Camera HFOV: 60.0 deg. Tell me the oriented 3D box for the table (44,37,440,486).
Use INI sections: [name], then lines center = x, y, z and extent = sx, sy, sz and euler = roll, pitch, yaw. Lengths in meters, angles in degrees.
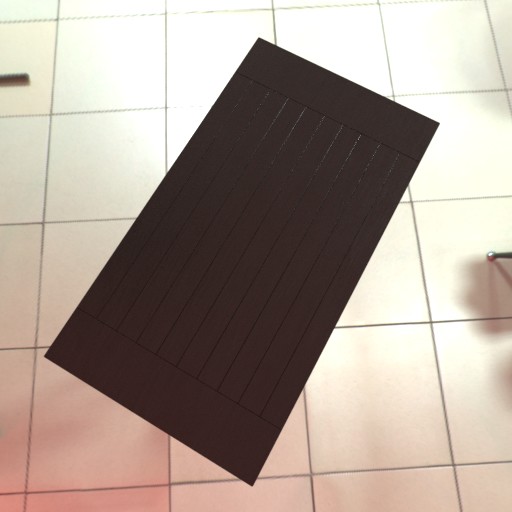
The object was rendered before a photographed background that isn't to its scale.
[table]
center = 0.000, 0.000, 1.395
extent = 0.600, 0.494, 1.062
euler = 29, 77, 7
